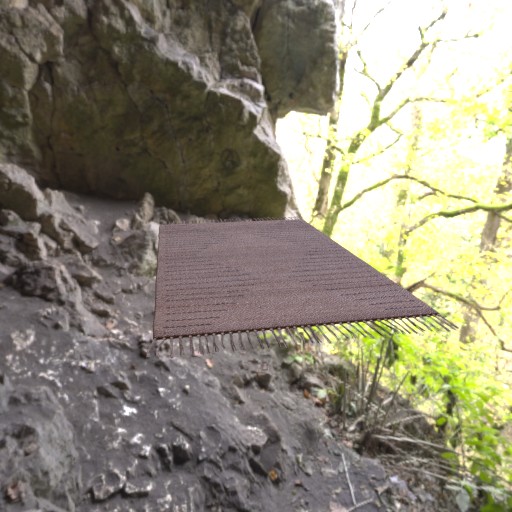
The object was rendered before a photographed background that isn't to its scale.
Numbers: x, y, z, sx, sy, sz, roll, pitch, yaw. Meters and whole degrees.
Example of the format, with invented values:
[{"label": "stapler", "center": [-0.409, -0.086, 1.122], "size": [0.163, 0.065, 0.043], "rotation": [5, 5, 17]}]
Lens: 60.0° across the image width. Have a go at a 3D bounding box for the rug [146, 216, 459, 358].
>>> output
[{"label": "rug", "center": [0.000, 0.000, 2.014], "size": [0.905, 0.017, 1.718], "rotation": [-3, 17, -11]}]
